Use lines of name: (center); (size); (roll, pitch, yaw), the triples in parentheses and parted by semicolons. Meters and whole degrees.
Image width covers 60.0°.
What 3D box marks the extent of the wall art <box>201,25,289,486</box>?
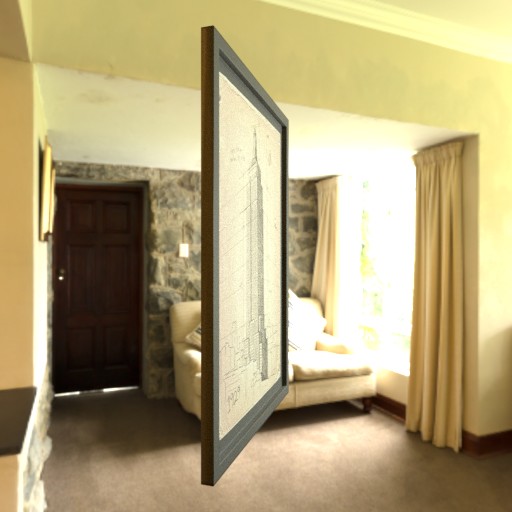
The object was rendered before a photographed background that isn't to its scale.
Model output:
wall art: (0.000, 0.000, 0.561); (0.013, 0.431, 0.303); (0, 0, 18)
